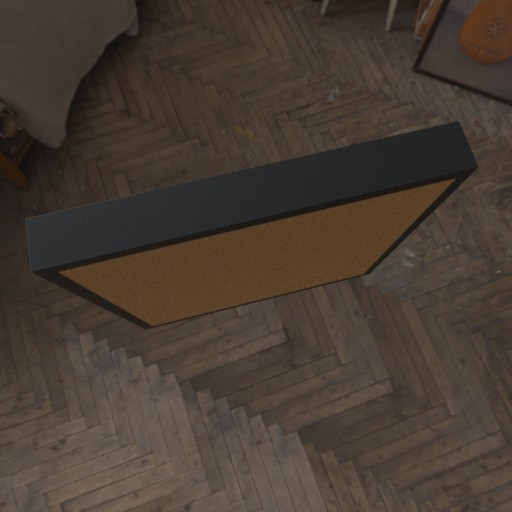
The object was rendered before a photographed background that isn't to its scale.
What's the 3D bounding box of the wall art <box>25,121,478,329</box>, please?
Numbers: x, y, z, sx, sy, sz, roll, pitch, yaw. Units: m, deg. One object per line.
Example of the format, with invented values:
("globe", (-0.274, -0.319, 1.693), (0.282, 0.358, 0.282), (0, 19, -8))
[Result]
("wall art", (0.000, 0.000, 0.442), (0.304, 0.304, 0.038), (-14, 74, -4))
